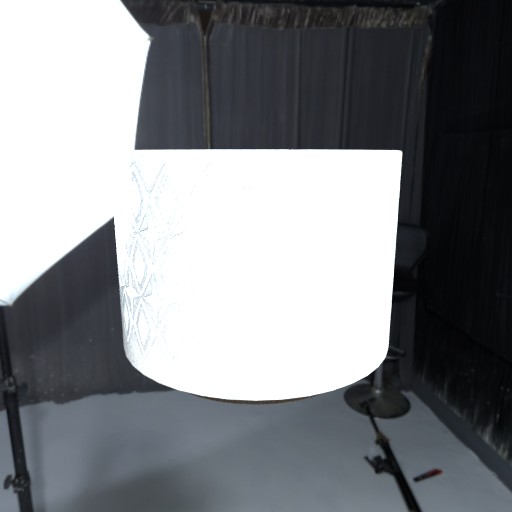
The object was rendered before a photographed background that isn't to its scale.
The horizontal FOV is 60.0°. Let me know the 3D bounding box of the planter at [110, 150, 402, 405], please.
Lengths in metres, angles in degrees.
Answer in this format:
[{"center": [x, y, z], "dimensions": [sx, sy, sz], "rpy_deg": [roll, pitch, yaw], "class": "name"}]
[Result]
[{"center": [0.000, 0.000, 0.313], "dimensions": [0.186, 0.144, 0.186], "rpy_deg": [0, 13, 0], "class": "planter"}]
